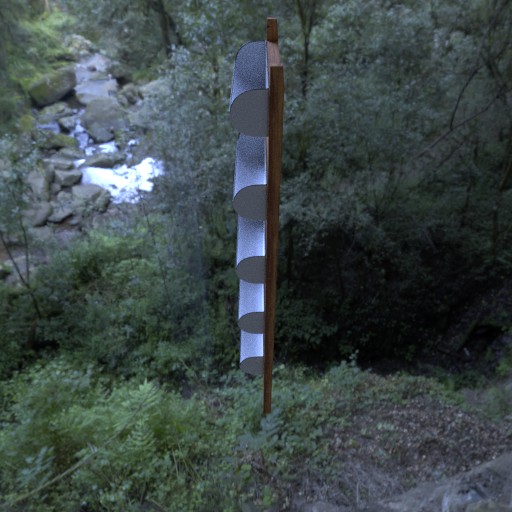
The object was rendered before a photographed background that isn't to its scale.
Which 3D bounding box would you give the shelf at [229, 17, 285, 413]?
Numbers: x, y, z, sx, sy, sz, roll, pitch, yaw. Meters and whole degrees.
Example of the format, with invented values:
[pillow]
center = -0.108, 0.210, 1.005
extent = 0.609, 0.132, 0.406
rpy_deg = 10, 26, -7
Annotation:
[shelf]
center = 0.000, 0.000, 1.751
extent = 0.141, 1.600, 0.454
rpy_deg = 0, 41, 0
